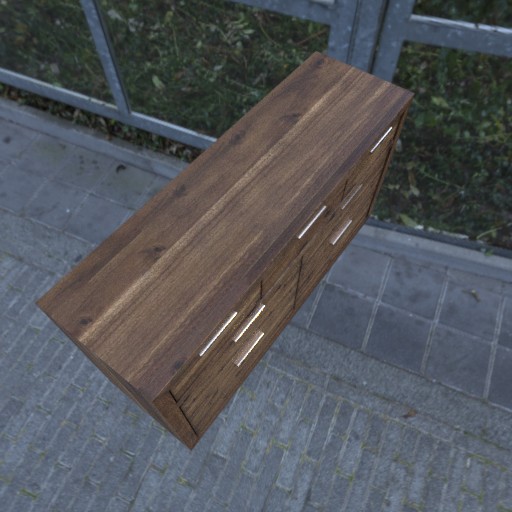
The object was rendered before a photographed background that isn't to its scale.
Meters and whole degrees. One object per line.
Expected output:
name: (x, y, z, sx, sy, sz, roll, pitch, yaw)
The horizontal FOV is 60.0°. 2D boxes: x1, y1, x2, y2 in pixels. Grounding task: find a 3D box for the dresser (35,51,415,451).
dresser: (0.000, 0.000, 1.785, 0.438, 0.892, 1.387, 32, 64, 18)
